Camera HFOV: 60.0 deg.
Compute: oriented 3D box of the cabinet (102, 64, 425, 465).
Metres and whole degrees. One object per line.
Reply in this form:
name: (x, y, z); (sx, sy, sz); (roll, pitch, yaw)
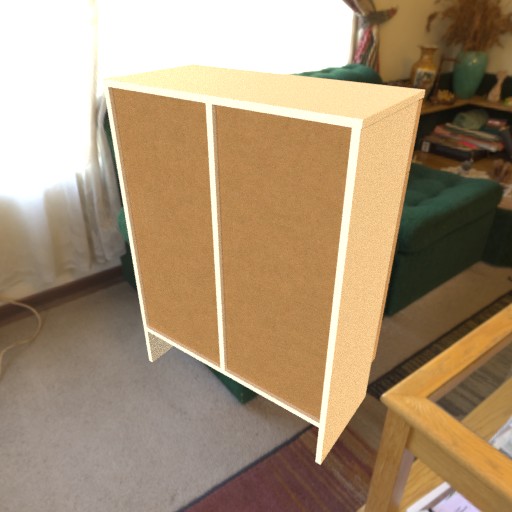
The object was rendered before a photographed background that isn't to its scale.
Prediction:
cabinet: (0.000, 0.000, 1.109); (0.600, 0.815, 0.296); (20, 36, 30)
